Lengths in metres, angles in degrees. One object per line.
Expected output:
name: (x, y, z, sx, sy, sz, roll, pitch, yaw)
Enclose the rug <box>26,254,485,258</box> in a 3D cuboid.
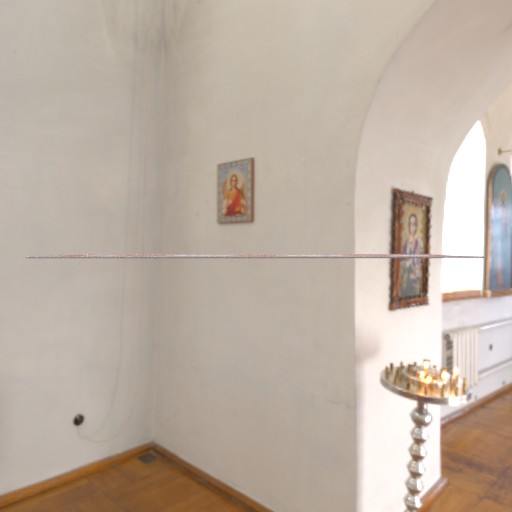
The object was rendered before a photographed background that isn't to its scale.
rug: (0.000, 0.000, 2.533, 2.294, 0.011, 0.666, 0, 1, -1)
